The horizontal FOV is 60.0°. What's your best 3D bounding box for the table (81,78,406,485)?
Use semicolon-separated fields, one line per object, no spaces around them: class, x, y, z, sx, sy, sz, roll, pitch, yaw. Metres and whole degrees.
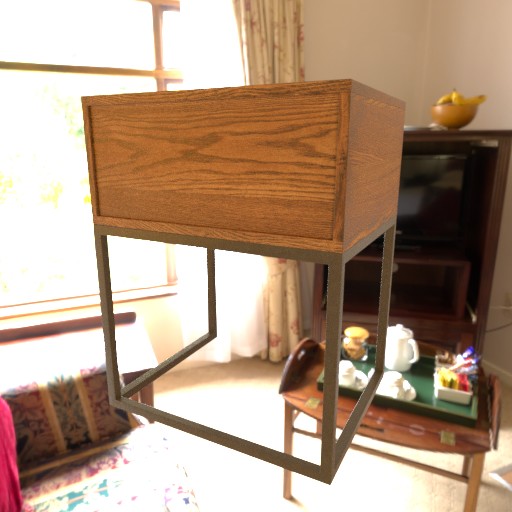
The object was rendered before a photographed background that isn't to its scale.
table;0.000;0.000;0.912;0.482;0.610;0.400;8;16;27
